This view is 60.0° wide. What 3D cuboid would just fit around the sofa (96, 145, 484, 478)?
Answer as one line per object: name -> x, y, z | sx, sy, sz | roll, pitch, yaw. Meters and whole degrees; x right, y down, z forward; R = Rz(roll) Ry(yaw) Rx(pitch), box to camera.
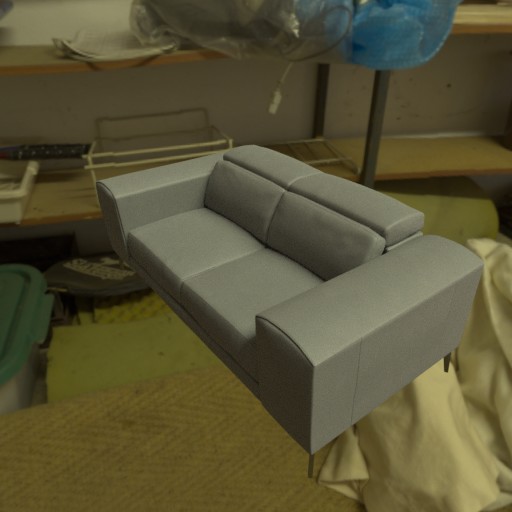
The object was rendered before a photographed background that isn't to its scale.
sofa -> 0.000, 0.000, 2.342 | 1.003, 0.779, 1.895 | -21, 37, -31
